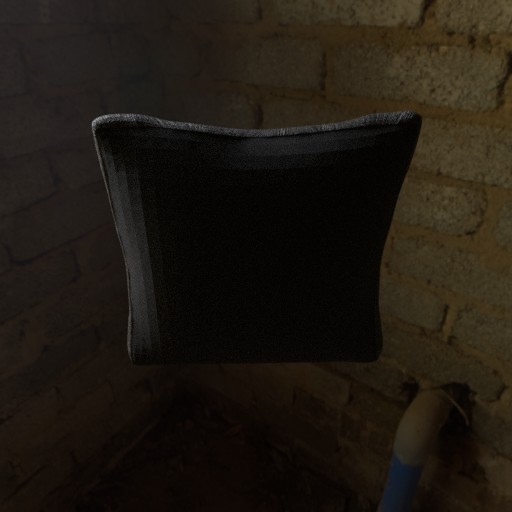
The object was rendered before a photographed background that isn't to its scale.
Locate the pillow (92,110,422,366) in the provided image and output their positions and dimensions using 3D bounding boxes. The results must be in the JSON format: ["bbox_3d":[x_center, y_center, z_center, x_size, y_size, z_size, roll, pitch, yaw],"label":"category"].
[{"bbox_3d":[0.000,0.000,0.821,0.533,0.523,0.210,-1,30,-2],"label":"pillow"}]
